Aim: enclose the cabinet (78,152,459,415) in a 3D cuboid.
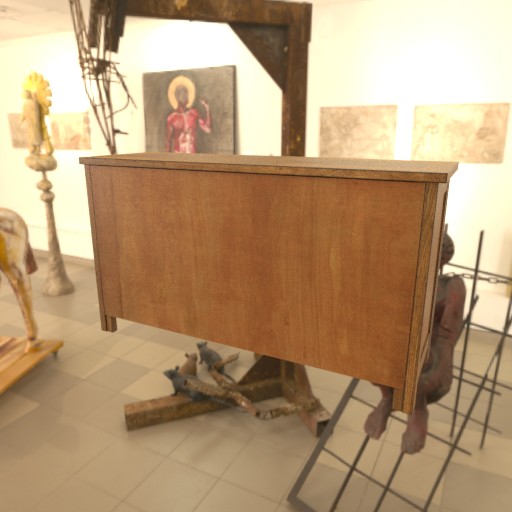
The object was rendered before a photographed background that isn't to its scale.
[{"bbox_3d":[0.000,0.000,1.902,1.474,0.813,0.480,8,18,26],"label":"cabinet"}]
